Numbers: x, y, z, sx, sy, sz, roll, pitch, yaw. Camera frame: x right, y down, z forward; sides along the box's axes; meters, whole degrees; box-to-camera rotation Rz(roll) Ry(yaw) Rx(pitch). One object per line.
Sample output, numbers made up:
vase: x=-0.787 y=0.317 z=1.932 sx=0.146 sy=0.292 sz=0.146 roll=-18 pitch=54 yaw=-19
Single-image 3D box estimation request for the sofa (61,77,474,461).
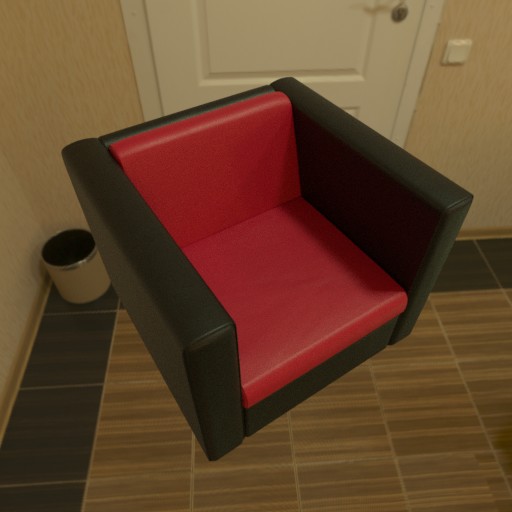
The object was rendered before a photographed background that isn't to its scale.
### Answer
sofa: x=0.000 y=0.000 z=1.449 sx=0.839 sy=0.724 sz=0.809 roll=-25 pitch=52 yaw=-22
